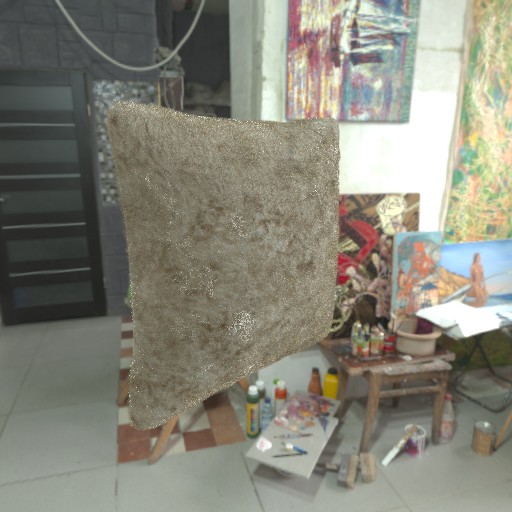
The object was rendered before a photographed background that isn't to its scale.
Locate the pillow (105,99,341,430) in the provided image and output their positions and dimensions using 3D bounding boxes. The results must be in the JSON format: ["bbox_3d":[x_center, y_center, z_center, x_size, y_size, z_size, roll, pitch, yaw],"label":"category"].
[{"bbox_3d":[0.000,0.000,0.826,0.216,0.525,0.538,14,20,43],"label":"pillow"}]
